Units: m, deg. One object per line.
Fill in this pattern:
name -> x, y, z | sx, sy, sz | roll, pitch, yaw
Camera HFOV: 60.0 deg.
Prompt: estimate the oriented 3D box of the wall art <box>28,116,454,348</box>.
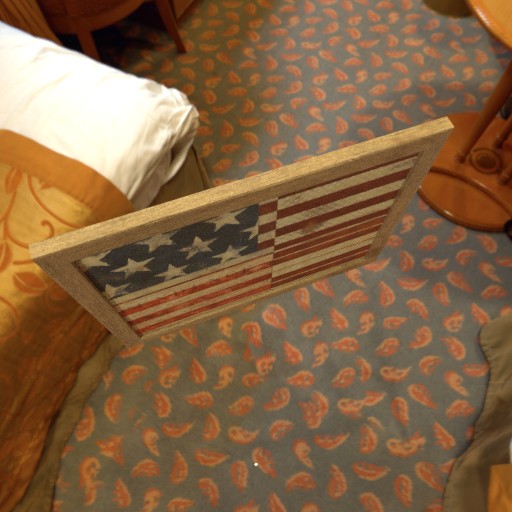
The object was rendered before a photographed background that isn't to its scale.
wall art -> 0.000, 0.000, 0.926 | 0.690, 0.535, 0.026 | -19, 66, -9
